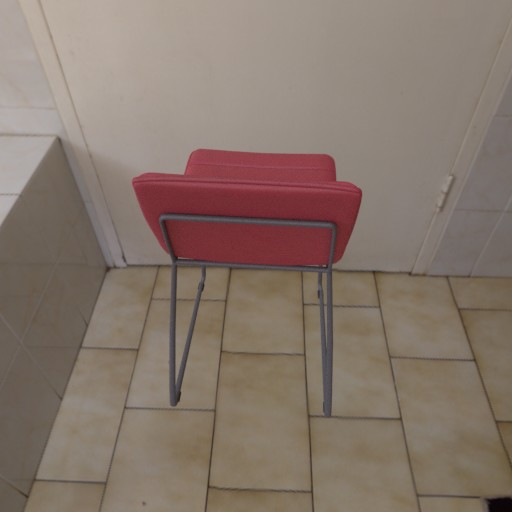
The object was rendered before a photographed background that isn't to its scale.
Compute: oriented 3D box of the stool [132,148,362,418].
[{"bbox_3d":[0.000,0.000,1.198,0.489,0.866,0.524,3,47,3],"label":"stool"}]
